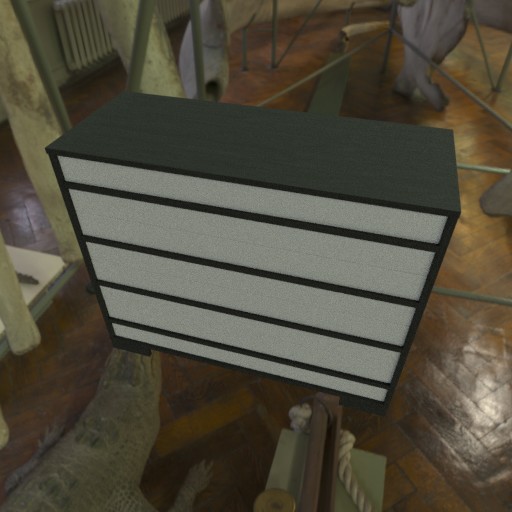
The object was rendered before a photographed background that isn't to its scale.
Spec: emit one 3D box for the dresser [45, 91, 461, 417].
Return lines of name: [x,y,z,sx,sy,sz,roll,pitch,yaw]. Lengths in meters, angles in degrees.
dresser: [0.000,0.000,1.425,0.994,0.816,0.404,11,42,12]
